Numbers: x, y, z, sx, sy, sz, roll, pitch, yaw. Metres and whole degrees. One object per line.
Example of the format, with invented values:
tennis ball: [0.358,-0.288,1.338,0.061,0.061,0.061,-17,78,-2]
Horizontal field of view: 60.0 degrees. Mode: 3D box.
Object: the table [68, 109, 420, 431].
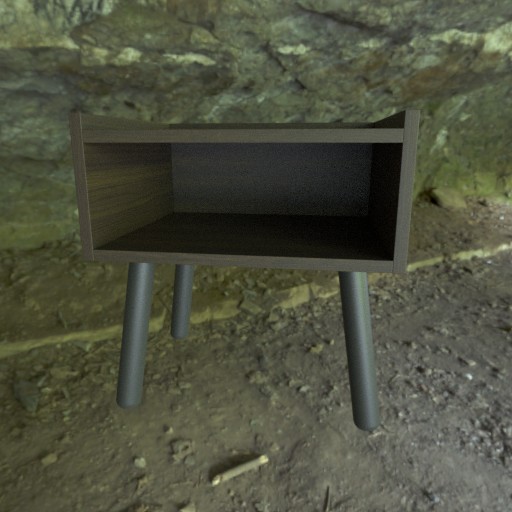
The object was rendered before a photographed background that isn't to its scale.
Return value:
table: [0.000,0.000,0.794,0.450,0.470,0.370,2,15,8]
